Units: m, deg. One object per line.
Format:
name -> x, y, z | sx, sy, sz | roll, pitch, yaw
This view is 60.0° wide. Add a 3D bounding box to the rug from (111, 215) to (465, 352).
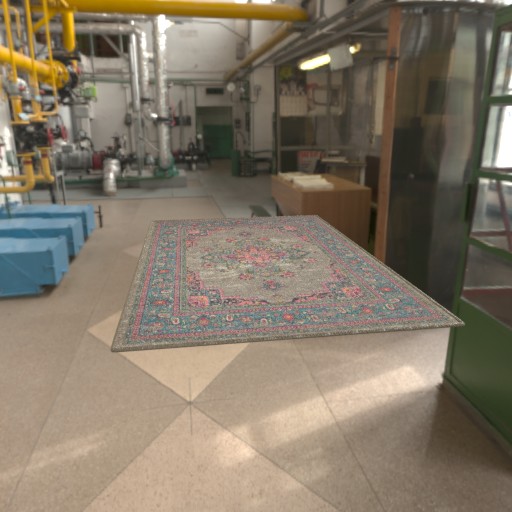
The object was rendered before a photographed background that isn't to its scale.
rug -> 0.000, 0.000, 2.210 | 1.144, 0.014, 1.748 | -3, 17, -8
